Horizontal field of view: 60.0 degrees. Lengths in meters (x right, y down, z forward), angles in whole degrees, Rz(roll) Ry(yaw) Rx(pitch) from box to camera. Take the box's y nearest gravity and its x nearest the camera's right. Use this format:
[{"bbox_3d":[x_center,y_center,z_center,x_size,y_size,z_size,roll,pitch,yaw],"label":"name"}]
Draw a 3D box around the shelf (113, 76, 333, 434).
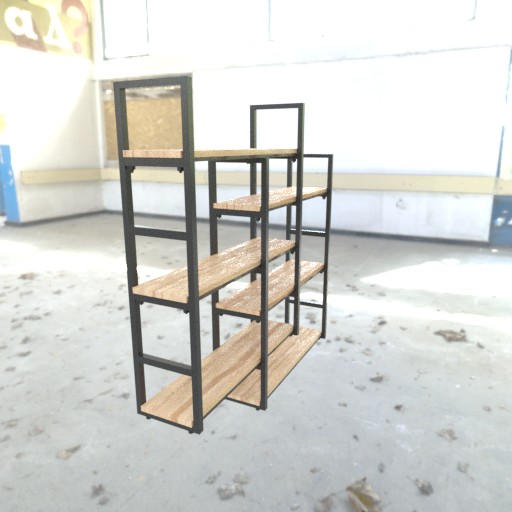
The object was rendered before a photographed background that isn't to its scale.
[{"bbox_3d":[0.000,0.000,1.382,0.183,0.921,0.946,7,16,26],"label":"shelf"}]
